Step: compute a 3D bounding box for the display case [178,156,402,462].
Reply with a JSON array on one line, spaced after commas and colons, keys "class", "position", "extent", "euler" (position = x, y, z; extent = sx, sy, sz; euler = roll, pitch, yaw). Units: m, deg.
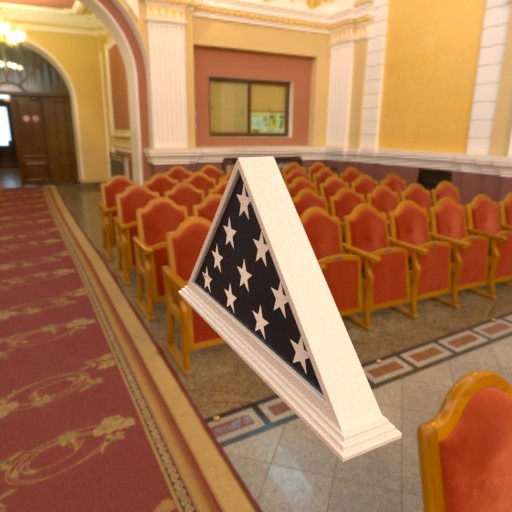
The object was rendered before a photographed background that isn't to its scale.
[{"class": "display case", "position": [0.000, 0.000, 0.780], "extent": [0.095, 0.340, 0.640], "euler": [-8, 18, -26]}]
